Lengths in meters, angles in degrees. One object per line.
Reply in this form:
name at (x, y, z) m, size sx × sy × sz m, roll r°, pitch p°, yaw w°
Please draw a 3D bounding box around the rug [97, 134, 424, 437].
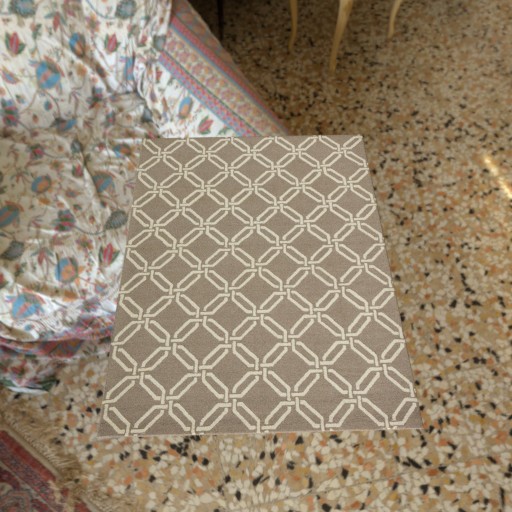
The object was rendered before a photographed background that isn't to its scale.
rug at (0.000, 0.000, 3.845) m, size 2.288 × 0.018 × 2.895 m, roll -1°, pitch 59°, yaw -1°
